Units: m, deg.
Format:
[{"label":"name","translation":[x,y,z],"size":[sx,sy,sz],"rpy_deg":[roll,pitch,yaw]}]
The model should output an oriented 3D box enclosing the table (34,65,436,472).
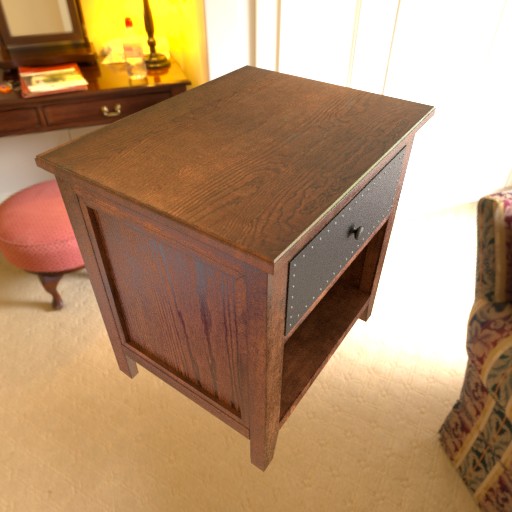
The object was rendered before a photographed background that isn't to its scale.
[{"label":"table","translation":[0.000,0.000,0.983],"size":[0.461,0.597,0.586],"rpy_deg":[24,46,26]}]
